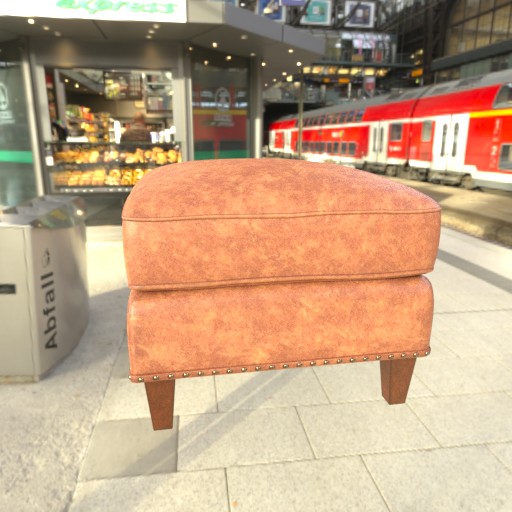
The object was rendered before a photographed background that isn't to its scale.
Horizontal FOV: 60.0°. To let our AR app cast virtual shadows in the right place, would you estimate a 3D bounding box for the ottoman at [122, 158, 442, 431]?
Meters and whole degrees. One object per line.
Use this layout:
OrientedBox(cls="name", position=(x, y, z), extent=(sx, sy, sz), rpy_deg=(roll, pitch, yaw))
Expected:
OrientedBox(cls="ottoman", position=(0.000, 0.000, 1.138), extent=(0.586, 0.486, 0.742), rpy_deg=(-3, 15, -10))
